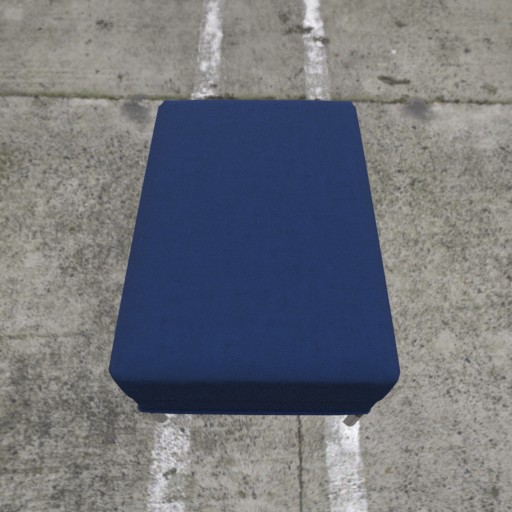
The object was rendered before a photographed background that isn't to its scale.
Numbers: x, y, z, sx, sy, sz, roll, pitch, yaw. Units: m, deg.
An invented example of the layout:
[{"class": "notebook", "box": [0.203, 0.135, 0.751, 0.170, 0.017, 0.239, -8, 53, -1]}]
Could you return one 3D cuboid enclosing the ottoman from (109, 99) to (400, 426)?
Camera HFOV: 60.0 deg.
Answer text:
[{"class": "ottoman", "box": [0.000, 0.000, 1.244, 0.587, 0.498, 0.835, 0, 58, 0]}]
